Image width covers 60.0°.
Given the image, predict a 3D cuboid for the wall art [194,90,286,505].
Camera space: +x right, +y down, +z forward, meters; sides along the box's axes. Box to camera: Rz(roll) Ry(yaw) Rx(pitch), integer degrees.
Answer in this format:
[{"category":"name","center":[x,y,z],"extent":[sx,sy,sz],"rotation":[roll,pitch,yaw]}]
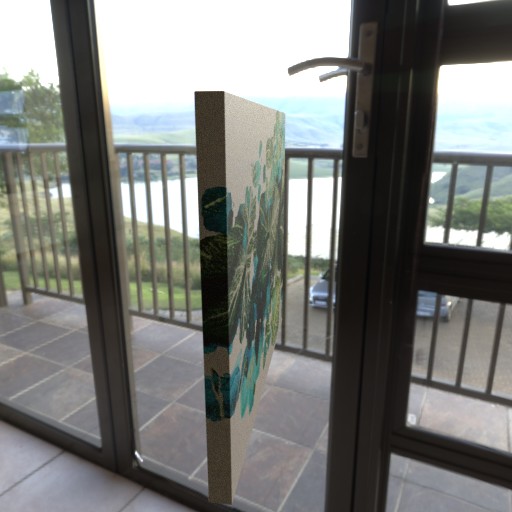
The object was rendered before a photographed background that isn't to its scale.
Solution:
[{"category":"wall art","center":[0.000,0.000,0.950],"extent":[0.043,0.610,0.711],"rotation":[3,16,9]}]
